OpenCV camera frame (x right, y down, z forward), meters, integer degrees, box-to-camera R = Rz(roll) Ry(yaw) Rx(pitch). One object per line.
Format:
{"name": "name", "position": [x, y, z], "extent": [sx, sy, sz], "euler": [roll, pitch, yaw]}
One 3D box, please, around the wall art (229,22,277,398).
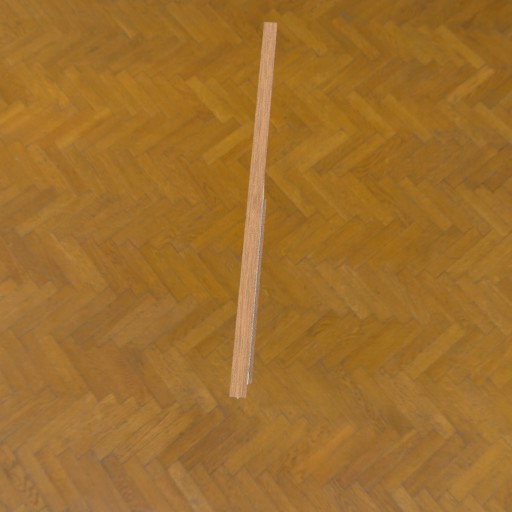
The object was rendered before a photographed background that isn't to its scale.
{"name": "wall art", "position": [0.000, 0.000, 1.334], "extent": [0.028, 1.016, 0.765], "euler": [5, 75, 1]}
